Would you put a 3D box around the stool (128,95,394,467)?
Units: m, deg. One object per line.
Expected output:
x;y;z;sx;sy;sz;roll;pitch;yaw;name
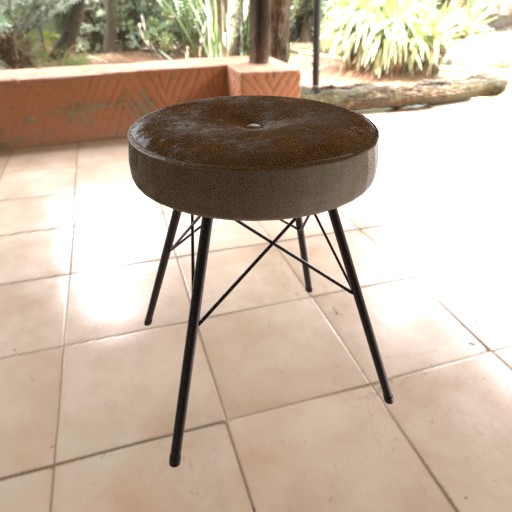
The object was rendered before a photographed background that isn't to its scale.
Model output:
0.000;0.000;0.864;0.457;0.538;0.423;-10;33;-16;stool
